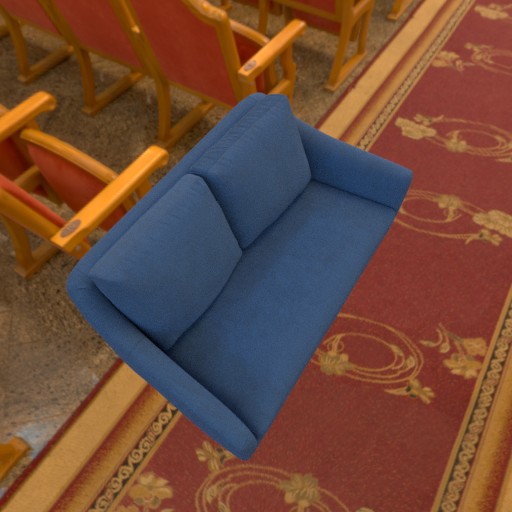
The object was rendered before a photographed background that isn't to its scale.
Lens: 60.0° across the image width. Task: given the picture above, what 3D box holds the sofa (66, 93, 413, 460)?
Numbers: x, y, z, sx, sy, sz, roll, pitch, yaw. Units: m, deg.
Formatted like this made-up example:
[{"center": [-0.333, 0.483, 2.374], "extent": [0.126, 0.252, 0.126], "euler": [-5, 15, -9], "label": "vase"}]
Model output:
[{"center": [0.000, 0.000, 2.208], "extent": [0.960, 0.902, 1.619], "euler": [29, 62, 17], "label": "sofa"}]
